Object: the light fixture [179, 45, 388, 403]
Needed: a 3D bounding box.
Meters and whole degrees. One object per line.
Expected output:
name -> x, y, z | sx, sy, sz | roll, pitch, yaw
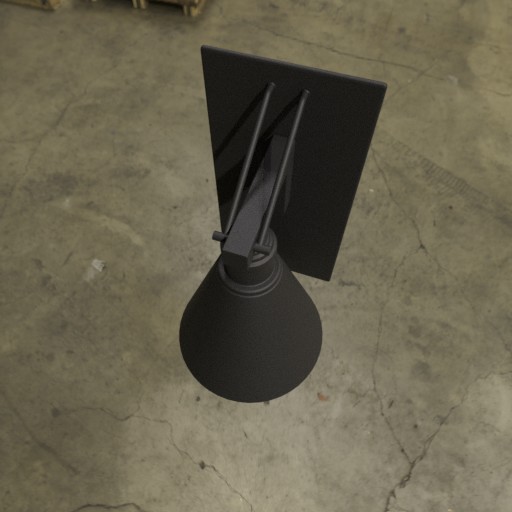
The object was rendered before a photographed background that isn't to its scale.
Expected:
light fixture -> 0.000, 0.000, 0.419 | 0.170, 0.298, 0.207 | 16, 60, 10
